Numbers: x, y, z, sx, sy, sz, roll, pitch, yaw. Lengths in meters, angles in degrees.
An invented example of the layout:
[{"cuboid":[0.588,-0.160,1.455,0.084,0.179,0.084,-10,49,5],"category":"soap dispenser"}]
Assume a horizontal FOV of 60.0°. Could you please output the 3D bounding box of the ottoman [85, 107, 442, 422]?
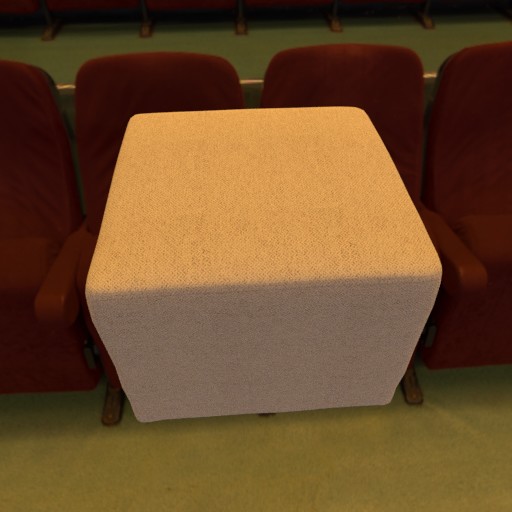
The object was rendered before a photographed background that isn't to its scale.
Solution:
[{"cuboid":[0.000,0.000,0.920,0.521,0.453,0.512,-3,45,-3],"category":"ottoman"}]
